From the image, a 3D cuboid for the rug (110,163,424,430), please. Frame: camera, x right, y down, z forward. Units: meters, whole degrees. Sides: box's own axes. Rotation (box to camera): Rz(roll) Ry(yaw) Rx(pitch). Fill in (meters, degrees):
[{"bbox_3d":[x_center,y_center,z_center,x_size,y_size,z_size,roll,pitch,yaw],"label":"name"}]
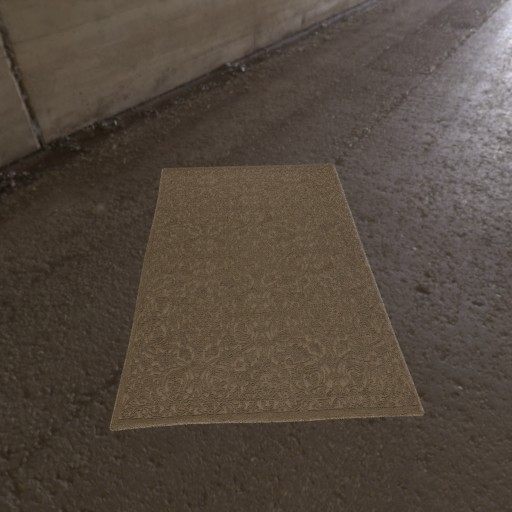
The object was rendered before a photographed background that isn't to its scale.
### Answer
[{"bbox_3d":[0.000,0.000,3.047,1.529,0.012,2.435,-2,42,-2],"label":"rug"}]
